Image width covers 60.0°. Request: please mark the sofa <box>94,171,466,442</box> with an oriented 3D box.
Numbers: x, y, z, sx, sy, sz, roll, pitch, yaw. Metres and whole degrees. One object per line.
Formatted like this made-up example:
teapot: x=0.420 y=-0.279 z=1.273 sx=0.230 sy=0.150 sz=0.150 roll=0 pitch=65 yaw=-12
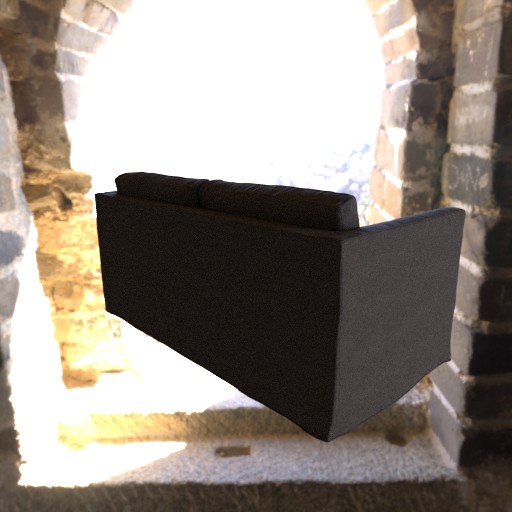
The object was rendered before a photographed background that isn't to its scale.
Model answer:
sofa: x=0.000 y=0.000 z=2.356 sx=0.974 sy=0.854 sz=1.802 roll=-13 pitch=20 yaw=-42
